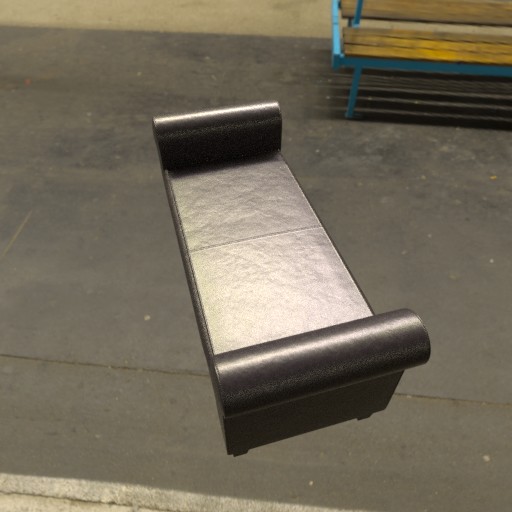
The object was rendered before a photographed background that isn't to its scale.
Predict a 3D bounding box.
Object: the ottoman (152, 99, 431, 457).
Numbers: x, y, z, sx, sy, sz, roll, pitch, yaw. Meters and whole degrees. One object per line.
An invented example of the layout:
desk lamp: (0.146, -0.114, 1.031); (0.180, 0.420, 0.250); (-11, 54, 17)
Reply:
ottoman: (0.000, 0.000, 1.572); (0.521, 0.547, 1.256); (-12, 48, -11)
